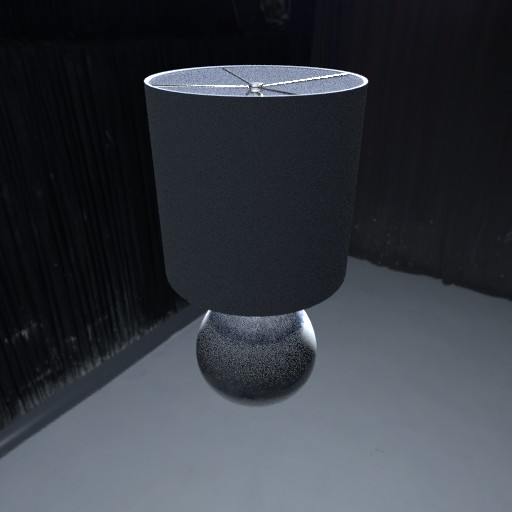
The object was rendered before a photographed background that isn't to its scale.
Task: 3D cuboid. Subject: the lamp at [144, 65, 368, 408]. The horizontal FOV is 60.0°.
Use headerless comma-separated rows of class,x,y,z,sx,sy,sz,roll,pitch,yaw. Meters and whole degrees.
lamp,0.000,0.000,0.537,0.216,0.404,0.216,21,35,33
